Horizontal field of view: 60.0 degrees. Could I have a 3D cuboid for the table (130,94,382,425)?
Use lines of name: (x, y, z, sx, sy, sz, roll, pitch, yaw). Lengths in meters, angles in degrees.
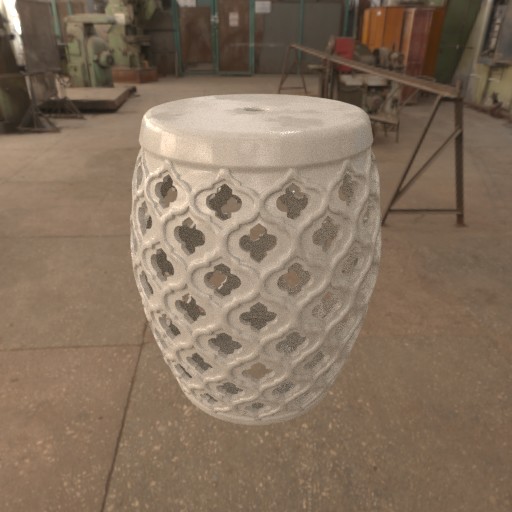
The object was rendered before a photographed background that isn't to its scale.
table: (0.000, 0.000, 0.607, 0.325, 0.388, 0.325, 0, 28, 0)
